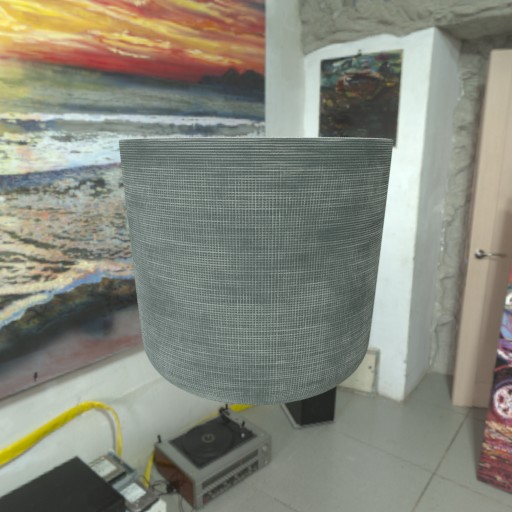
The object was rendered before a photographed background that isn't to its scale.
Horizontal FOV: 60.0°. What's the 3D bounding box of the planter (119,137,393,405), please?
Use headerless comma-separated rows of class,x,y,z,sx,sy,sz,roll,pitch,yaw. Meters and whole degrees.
planter,0.000,0.000,0.788,0.440,0.398,0.440,0,14,0
